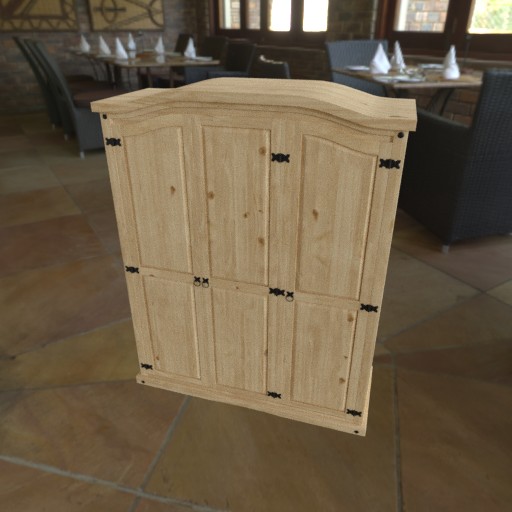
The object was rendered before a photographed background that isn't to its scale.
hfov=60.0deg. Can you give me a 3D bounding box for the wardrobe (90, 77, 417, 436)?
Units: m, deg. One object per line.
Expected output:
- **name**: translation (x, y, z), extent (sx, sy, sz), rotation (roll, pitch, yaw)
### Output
- **wardrobe**: translation (0.000, 0.000, 2.581), extent (1.500, 1.870, 0.570), rotation (8, 29, 15)
